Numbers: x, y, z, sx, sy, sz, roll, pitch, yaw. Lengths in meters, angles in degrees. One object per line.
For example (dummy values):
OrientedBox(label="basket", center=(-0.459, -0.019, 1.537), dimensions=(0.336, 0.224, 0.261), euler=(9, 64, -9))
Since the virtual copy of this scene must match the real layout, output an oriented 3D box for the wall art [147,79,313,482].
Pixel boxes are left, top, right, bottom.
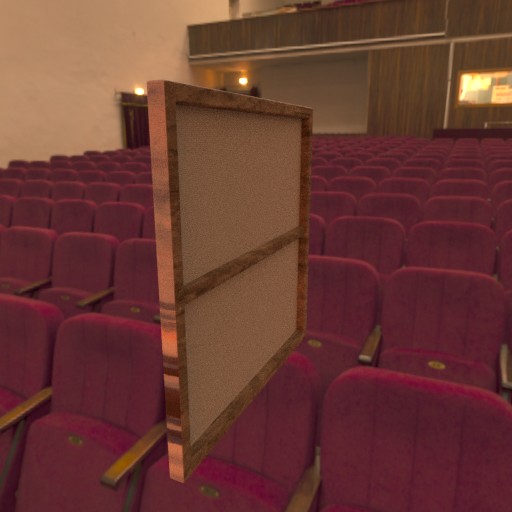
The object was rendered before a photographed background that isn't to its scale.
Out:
OrientedBox(label="wall art", center=(0.000, 0.000, 1.112), dimensions=(0.035, 0.747, 0.747), euler=(7, 16, 24))
